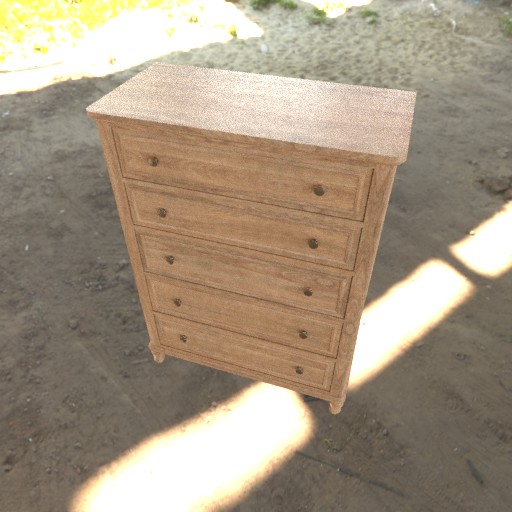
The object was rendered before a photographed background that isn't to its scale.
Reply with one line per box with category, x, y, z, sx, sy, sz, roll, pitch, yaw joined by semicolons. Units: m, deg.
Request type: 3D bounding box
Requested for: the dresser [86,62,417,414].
dresser;0.000;0.000;1.855;0.973;1.318;0.484;12;42;14
